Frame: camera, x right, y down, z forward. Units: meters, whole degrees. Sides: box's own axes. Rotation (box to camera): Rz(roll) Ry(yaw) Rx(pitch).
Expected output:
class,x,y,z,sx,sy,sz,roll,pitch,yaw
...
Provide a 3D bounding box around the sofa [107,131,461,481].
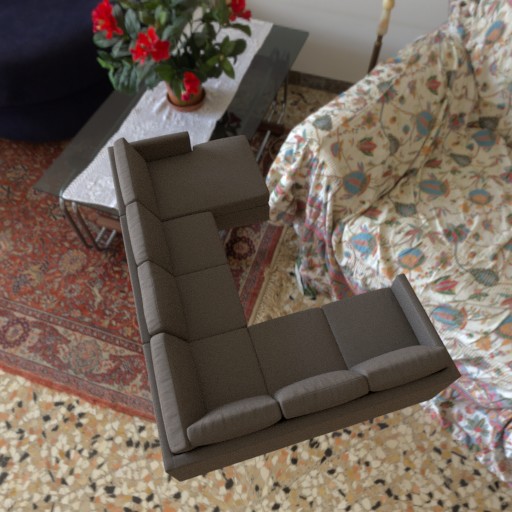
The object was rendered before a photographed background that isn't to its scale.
class,x,y,z,sx,sy,sz,roll,pitch,yaw
sofa,0.000,0.000,4.459,2.427,0.882,3.460,-15,59,-9
